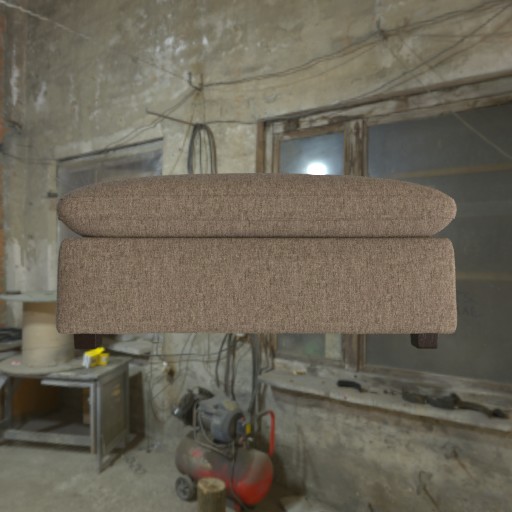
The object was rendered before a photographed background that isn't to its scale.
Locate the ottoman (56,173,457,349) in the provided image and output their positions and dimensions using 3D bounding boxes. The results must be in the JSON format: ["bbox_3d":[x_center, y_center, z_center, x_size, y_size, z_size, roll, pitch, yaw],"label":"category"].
[{"bbox_3d":[0.000,0.000,1.363,0.977,0.451,0.694,0,0,0],"label":"ottoman"}]
